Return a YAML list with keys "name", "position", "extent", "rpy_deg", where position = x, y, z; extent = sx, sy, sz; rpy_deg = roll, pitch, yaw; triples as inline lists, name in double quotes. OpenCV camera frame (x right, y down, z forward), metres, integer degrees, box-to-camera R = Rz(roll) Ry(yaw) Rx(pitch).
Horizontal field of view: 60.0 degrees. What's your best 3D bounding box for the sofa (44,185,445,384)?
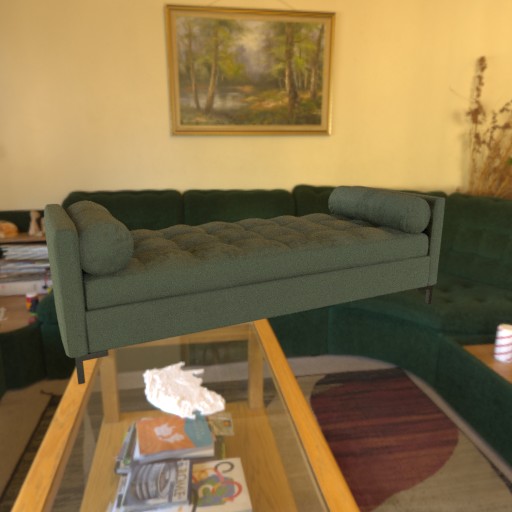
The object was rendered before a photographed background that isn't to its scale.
- name: "sofa"
  position: [0.000, 0.000, 2.531]
  extent: [2.130, 0.681, 0.817]
  rpy_deg: [-7, 17, -26]
